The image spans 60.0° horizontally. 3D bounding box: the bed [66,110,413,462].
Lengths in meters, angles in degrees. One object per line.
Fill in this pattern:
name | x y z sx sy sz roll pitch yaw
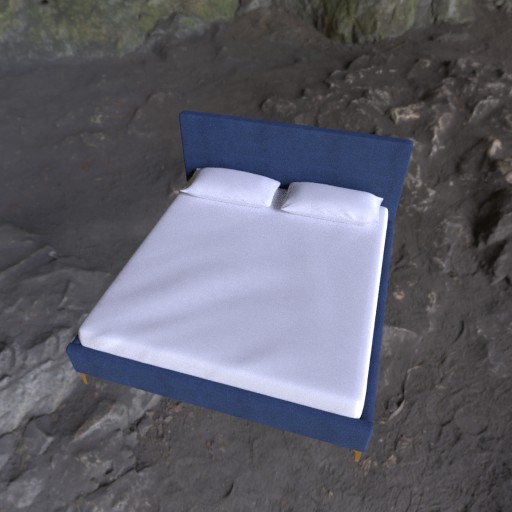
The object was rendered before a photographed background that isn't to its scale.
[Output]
bed | 0.000 0.000 3.500 2.096 1.231 2.232 11 43 12
